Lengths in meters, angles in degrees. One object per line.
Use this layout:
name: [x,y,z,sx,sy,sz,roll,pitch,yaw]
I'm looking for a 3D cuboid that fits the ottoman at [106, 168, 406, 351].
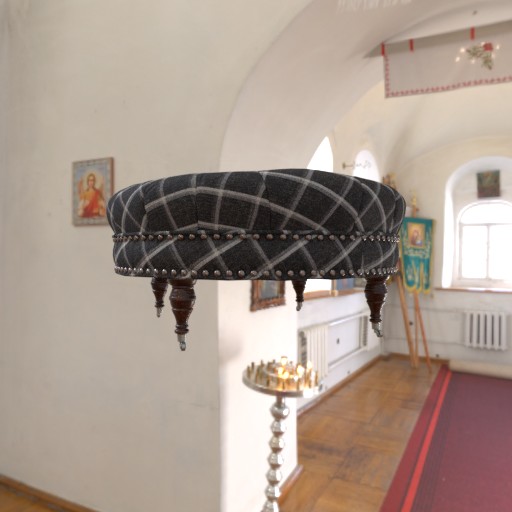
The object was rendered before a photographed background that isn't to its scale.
ottoman: [0.000,0.000,1.393,0.901,0.439,0.901,0,1,0]
